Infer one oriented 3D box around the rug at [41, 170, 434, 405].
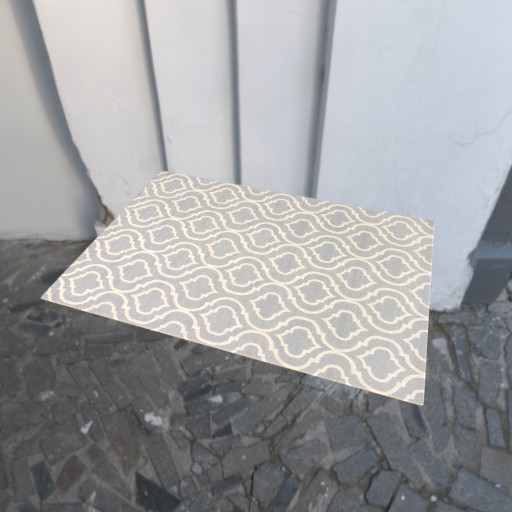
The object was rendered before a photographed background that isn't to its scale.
[{"bbox_3d":[0.000,0.000,2.762,2.080,0.010,1.451,13,43,14],"label":"rug"}]
